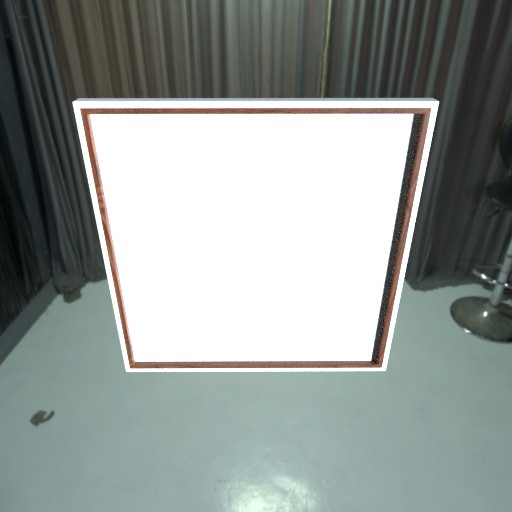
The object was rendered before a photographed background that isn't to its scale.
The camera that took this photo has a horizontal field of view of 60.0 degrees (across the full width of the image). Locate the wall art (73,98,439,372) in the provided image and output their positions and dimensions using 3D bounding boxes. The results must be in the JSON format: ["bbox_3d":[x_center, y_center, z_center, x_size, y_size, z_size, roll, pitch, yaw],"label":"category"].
[{"bbox_3d":[0.000,0.000,1.491,1.009,1.009,0.049,0,30,0],"label":"wall art"}]
